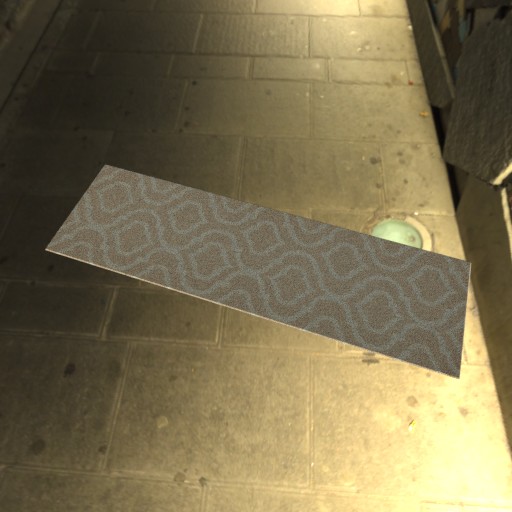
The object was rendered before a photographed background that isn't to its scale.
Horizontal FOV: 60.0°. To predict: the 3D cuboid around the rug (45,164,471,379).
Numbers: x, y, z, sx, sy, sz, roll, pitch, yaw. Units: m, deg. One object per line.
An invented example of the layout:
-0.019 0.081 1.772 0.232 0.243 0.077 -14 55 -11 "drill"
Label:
0.000 0.000 2.484 2.289 0.013 0.691 16 59 10 "rug"
